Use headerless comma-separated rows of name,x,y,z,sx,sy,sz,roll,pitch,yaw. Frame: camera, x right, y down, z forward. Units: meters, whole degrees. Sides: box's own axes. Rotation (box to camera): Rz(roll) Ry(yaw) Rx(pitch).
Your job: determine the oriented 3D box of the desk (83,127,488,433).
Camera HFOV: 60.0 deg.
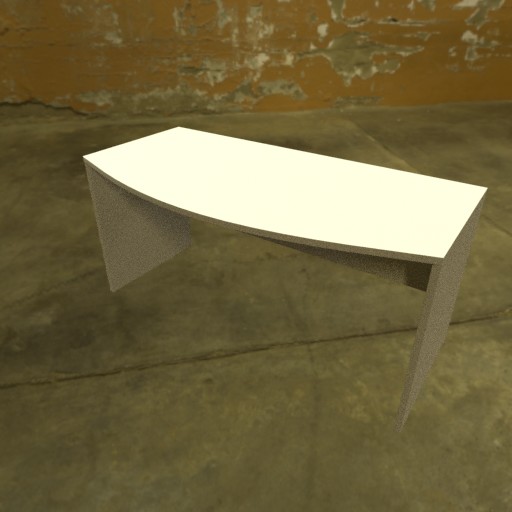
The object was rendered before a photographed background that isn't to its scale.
desk,0.000,0.000,1.991,1.600,0.750,0.802,19,36,29
